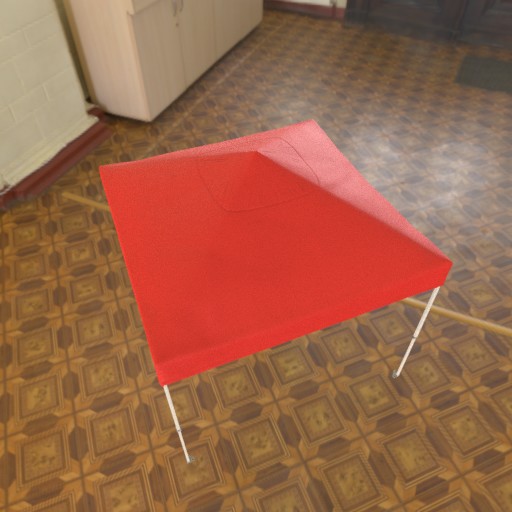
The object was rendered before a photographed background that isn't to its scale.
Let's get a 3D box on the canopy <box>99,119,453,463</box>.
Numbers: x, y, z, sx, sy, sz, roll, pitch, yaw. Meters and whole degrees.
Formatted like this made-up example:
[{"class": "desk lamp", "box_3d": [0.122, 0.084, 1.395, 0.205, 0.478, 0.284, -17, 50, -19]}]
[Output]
[{"class": "canopy", "box_3d": [0.000, 0.000, 5.442, 2.998, 2.997, 2.996, -17, 49, -15]}]
